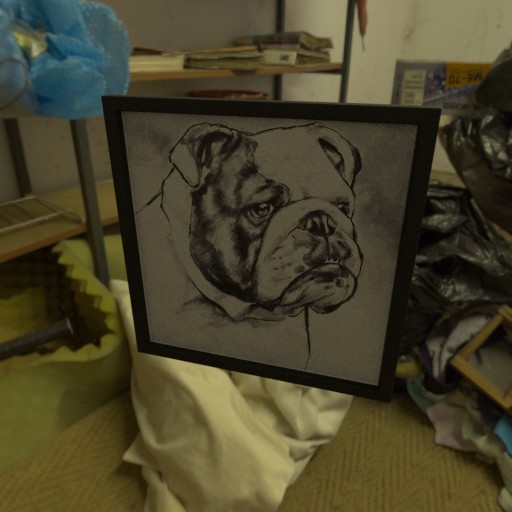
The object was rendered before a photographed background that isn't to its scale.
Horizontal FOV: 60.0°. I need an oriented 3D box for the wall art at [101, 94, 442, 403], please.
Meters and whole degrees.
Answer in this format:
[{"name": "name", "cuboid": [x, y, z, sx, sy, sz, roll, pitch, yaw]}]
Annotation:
[{"name": "wall art", "cuboid": [0.000, 0.000, 0.679, 0.456, 0.453, 0.022, 7, 27, 15]}]
